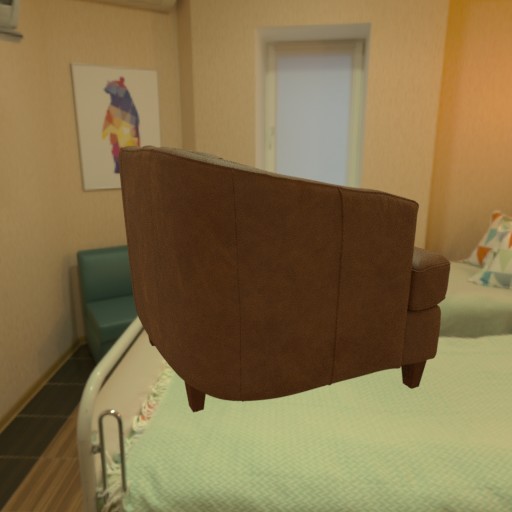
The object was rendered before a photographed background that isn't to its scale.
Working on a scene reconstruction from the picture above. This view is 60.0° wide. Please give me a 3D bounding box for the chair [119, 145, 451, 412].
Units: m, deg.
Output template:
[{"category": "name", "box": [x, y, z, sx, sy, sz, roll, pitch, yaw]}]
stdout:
[{"category": "chair", "box": [0.000, 0.000, 1.728, 0.911, 0.836, 1.119, -7, 16, -26]}]
